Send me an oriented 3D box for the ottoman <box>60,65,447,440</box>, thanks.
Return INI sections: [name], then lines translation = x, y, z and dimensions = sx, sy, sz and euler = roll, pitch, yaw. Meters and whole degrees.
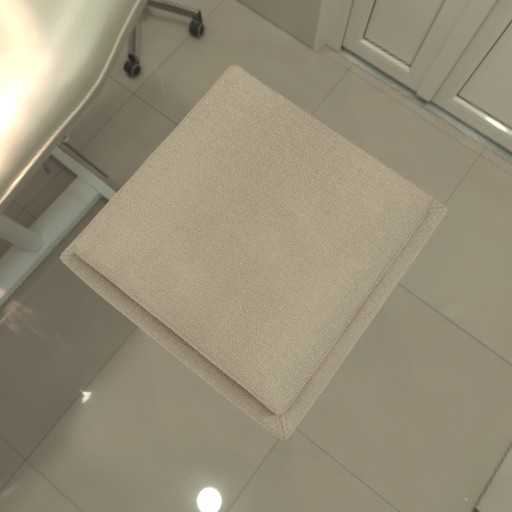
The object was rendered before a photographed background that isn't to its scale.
[ottoman]
translation = 0.000, 0.000, 0.836
dimensions = 0.450, 0.460, 0.451
euler = 37, 79, 8
